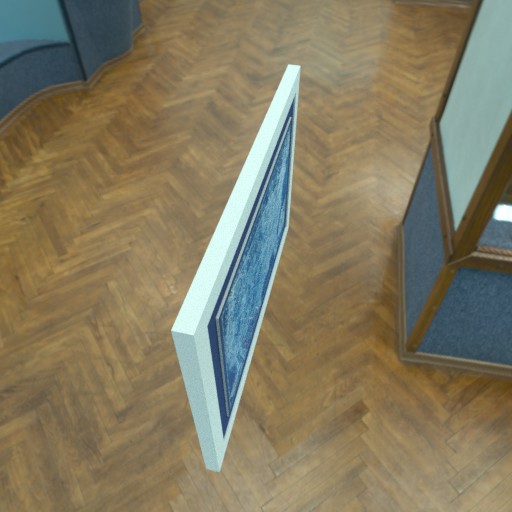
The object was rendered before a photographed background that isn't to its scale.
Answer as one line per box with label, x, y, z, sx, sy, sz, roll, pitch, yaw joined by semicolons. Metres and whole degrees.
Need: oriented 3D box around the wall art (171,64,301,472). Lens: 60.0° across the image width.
wall art;0.000;0.000;1.695;0.051;0.902;1.308;10;48;9
